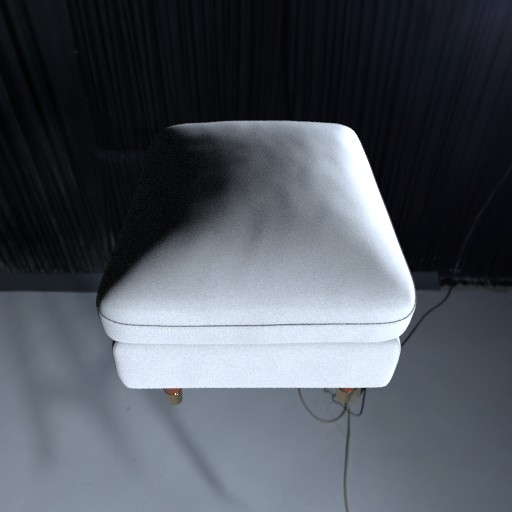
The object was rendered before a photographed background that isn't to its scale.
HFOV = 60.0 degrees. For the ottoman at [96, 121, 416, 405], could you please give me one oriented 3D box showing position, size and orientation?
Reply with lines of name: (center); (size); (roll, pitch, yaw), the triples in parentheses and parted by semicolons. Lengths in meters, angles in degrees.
ottoman: (0.000, 0.000, 1.140); (0.593, 0.478, 0.747); (-1, 42, -1)
